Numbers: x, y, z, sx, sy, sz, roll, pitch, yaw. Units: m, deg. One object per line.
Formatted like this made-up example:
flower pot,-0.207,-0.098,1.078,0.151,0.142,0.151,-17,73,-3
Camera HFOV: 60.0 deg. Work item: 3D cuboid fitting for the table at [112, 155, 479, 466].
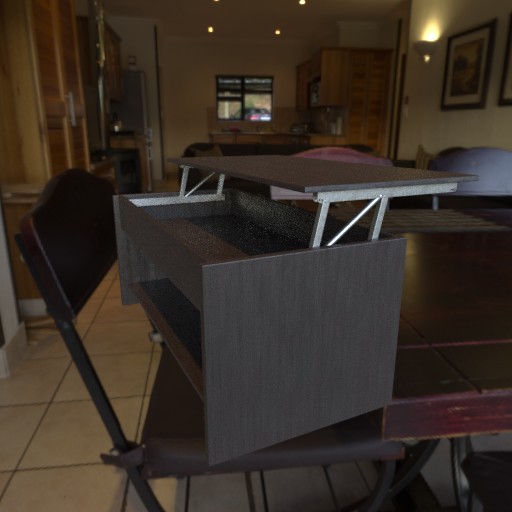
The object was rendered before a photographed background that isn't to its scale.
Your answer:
table,0.000,0.000,1.428,0.712,0.570,1.000,-8,18,-25
